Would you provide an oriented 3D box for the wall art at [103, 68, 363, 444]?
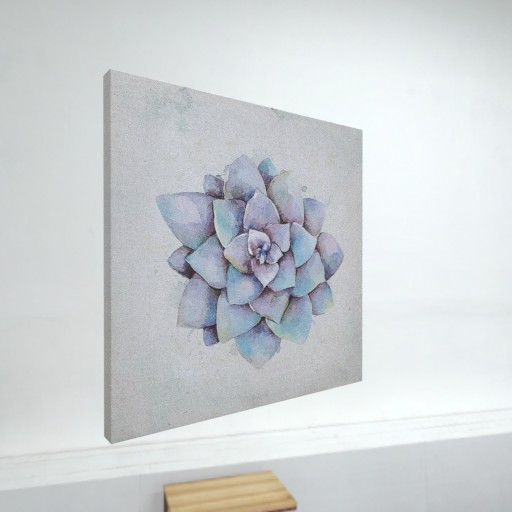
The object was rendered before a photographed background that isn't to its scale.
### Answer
[{"bbox_3d":[0.000,0.000,0.915,0.612,0.612,0.040,0,0,-36],"label":"wall art"}]
